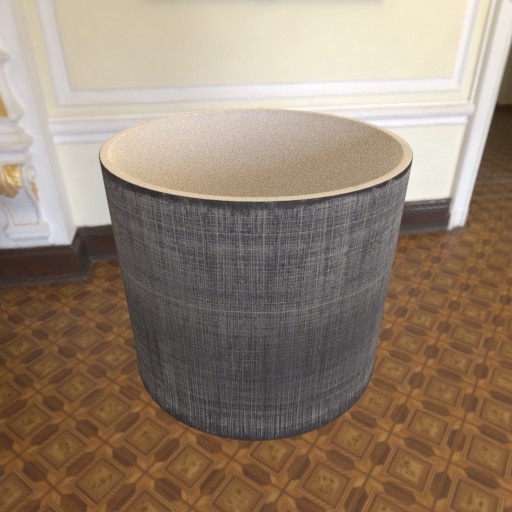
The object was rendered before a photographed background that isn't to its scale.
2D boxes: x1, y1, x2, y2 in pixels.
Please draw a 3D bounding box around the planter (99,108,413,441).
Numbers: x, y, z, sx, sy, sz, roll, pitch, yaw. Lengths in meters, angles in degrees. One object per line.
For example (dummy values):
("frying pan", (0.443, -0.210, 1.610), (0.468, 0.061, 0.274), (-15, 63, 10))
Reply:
("planter", (0.000, 0.000, 0.302), (0.178, 0.157, 0.178), (0, 31, 0))
